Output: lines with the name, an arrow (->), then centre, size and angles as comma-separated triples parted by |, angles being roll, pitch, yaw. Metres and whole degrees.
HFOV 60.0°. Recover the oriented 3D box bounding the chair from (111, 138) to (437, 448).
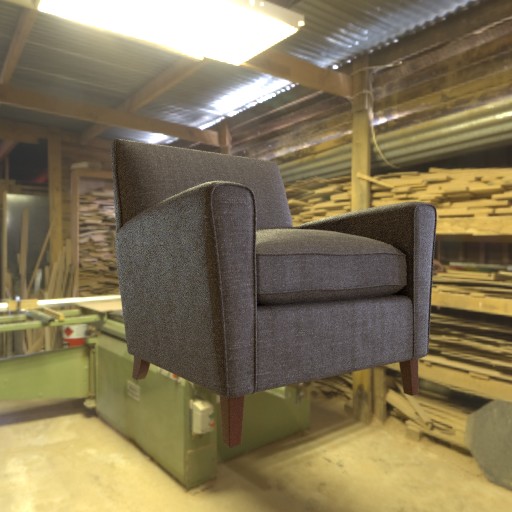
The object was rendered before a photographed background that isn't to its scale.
chair -> 0.000, 0.000, 1.561 | 0.838, 0.885, 0.875 | 0, 0, -34
